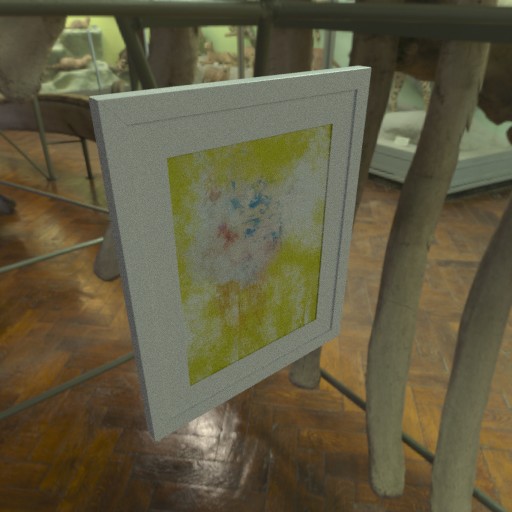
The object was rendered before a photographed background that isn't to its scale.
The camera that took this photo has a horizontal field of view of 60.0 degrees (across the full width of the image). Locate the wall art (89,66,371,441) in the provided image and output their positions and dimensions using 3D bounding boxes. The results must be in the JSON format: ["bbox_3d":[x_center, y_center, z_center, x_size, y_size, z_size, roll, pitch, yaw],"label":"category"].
[{"bbox_3d":[0.000,0.000,0.743,0.454,0.556,0.028,-21,36,-32],"label":"wall art"}]
